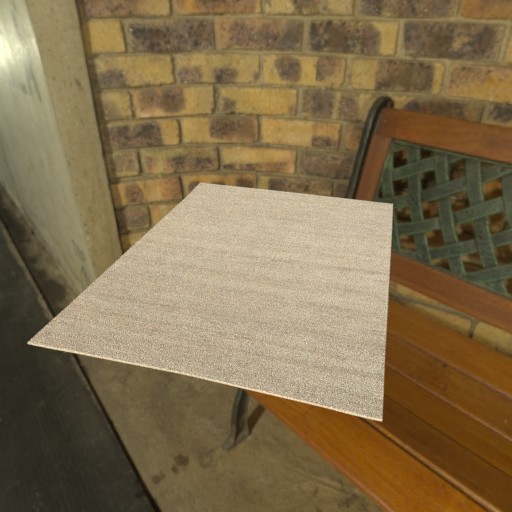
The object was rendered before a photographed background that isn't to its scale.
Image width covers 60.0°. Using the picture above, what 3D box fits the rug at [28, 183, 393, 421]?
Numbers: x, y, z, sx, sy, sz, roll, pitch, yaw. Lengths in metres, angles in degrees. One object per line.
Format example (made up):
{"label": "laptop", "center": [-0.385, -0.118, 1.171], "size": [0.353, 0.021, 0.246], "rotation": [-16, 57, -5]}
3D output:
{"label": "rug", "center": [0.000, 0.000, 4.699], "size": [2.757, 0.051, 3.626], "rotation": [8, 32, 14]}
